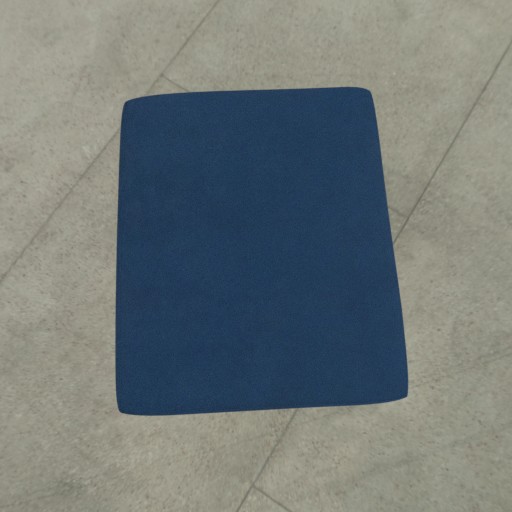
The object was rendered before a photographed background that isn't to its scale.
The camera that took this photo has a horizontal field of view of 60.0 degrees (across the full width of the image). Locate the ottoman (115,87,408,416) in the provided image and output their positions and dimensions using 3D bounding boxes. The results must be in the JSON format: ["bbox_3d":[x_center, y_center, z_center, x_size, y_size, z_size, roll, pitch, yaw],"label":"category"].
[{"bbox_3d":[0.000,0.000,1.199,0.655,0.485,0.794,-3,77,-1],"label":"ottoman"}]
